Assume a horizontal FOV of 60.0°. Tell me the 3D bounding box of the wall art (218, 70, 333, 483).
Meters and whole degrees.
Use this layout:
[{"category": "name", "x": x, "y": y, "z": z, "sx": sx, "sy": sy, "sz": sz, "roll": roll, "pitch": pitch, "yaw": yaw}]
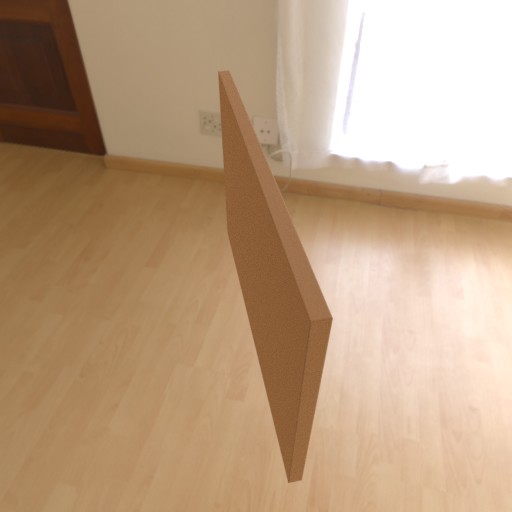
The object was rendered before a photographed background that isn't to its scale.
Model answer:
[{"category": "wall art", "x": 0.000, "y": 0.000, "z": 1.154, "sx": 0.033, "sy": 0.608, "sz": 0.915, "roll": -8, "pitch": 44, "yaw": -8}]
